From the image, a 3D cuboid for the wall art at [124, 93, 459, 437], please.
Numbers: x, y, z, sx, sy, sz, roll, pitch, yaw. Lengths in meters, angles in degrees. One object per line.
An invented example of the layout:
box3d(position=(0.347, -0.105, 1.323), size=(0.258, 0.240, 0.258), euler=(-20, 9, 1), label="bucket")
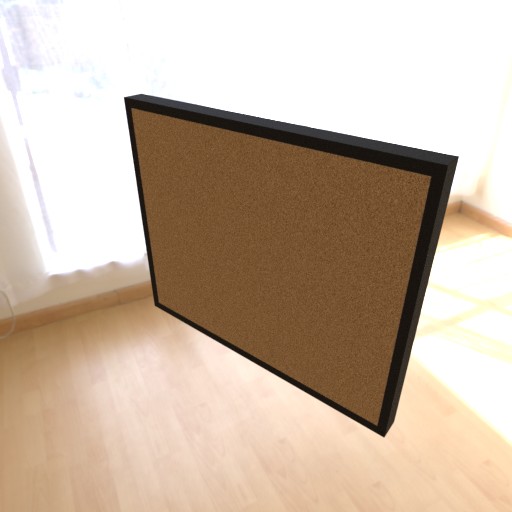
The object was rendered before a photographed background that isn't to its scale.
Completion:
box3d(position=(0.000, 0.000, 0.538), size=(0.397, 0.325, 0.028), euler=(22, 38, 32), label="wall art")
